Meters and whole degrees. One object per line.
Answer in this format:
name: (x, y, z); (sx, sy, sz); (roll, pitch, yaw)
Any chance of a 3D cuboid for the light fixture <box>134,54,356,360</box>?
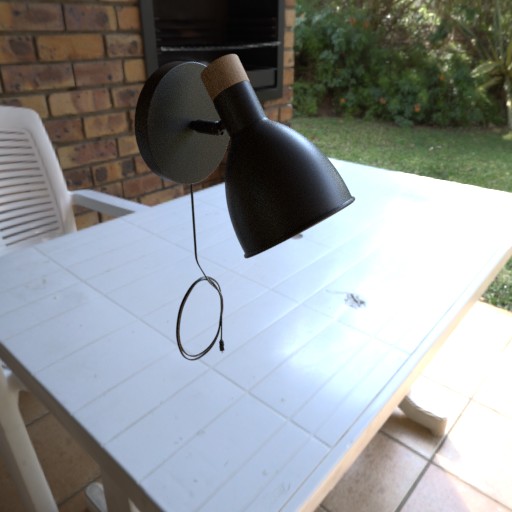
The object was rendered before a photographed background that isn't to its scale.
light fixture: (0.000, 0.000, 0.485); (0.203, 0.401, 0.127); (19, 33, 32)
